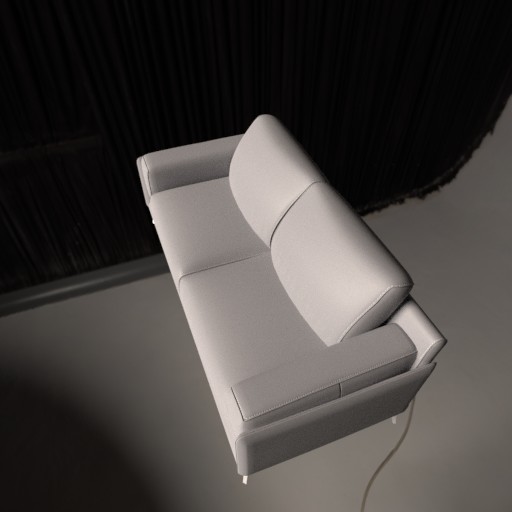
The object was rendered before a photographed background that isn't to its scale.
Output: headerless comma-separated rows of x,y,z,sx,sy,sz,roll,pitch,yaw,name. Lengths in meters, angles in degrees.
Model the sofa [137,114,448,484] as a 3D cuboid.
0.000,0.000,2.585,0.969,0.900,2.100,-16,49,-15,sofa
